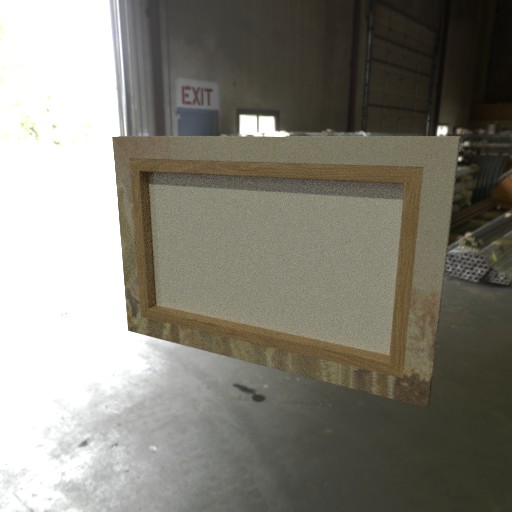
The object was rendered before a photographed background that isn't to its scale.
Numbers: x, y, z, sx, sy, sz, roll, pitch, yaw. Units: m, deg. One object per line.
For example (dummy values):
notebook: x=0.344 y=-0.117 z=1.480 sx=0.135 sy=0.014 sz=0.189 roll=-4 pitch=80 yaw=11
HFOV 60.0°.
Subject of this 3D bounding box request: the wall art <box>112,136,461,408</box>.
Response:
wall art: x=0.000 y=0.000 z=1.166 sx=0.916 sy=0.608 sz=0.040 roll=8 pitch=17 yaw=26
